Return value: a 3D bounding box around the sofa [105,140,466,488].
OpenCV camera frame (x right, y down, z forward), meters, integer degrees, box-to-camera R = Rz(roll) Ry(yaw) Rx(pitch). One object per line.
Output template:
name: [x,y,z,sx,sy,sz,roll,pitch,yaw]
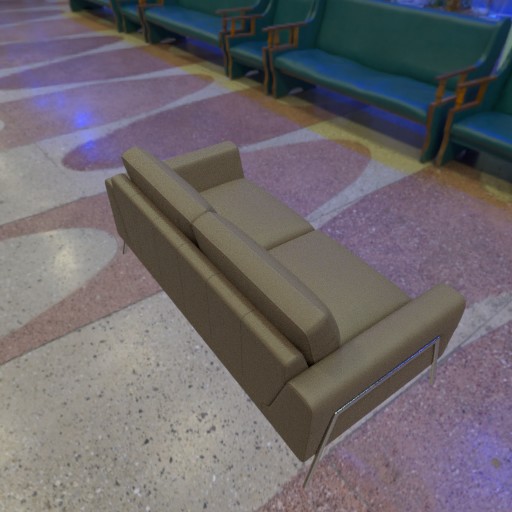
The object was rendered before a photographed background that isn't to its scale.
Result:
sofa: [0.000,0.000,2.523,0.953,0.875,2.017,-25,46,-27]
